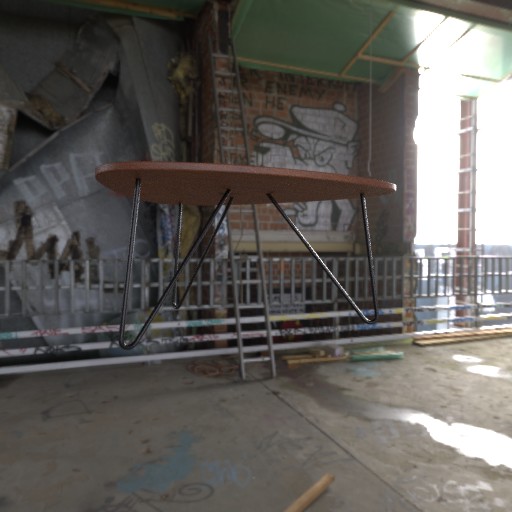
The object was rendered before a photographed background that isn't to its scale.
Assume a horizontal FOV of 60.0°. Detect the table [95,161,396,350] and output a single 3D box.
[{"bbox_3d":[0.000,0.000,1.329,0.821,0.413,0.833,0,1,0],"label":"table"}]
